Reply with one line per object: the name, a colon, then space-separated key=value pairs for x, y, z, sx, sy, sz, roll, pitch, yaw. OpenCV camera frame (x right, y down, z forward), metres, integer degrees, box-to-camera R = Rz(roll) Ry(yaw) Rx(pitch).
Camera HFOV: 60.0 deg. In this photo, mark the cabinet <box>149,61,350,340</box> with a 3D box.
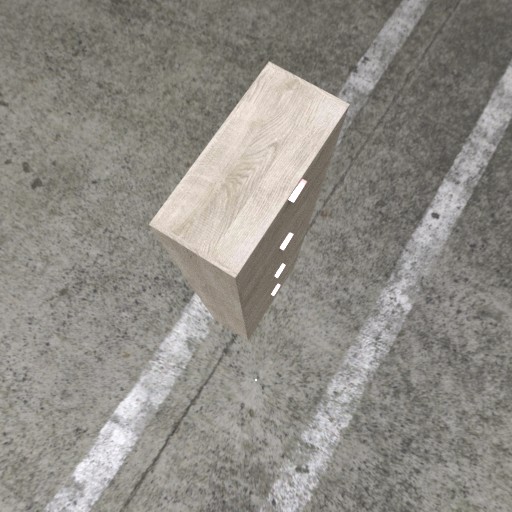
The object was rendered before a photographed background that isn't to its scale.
cabinet: x=0.000 y=0.000 z=1.835 sx=0.250 sy=1.630 sz=0.520 roll=31 pitch=77 yaw=8
